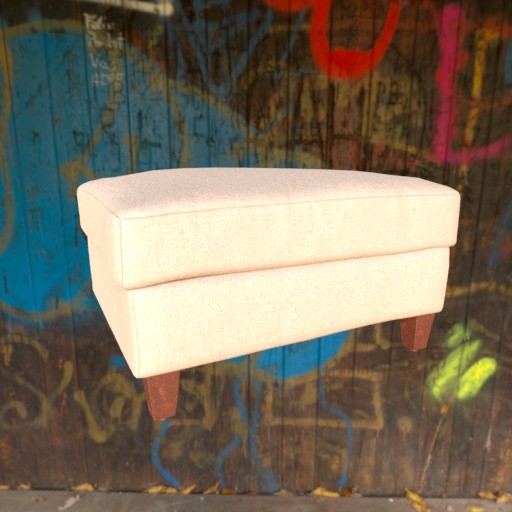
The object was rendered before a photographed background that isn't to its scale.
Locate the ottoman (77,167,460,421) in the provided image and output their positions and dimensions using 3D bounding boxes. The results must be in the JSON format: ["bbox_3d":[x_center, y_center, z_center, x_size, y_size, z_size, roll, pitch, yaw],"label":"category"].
[{"bbox_3d":[0.000,0.000,1.295,0.902,0.511,0.692,-7,15,-26],"label":"ottoman"}]
